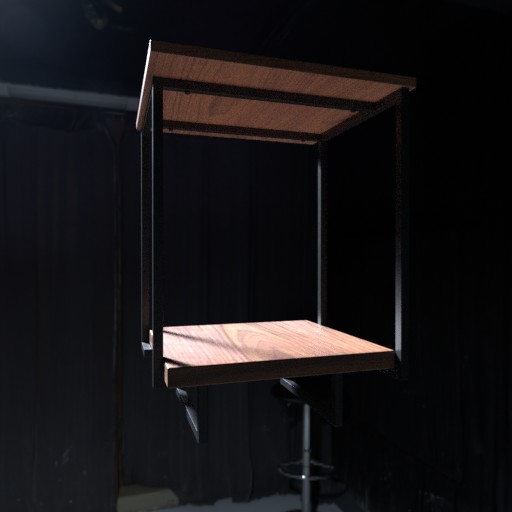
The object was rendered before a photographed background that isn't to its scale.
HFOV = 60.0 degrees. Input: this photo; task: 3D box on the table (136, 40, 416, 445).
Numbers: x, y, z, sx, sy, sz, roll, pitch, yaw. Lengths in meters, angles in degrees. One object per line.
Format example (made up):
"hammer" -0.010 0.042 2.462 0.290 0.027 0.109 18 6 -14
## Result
"table" 0.000 0.000 0.823 0.411 0.567 0.384 0 0 -18
